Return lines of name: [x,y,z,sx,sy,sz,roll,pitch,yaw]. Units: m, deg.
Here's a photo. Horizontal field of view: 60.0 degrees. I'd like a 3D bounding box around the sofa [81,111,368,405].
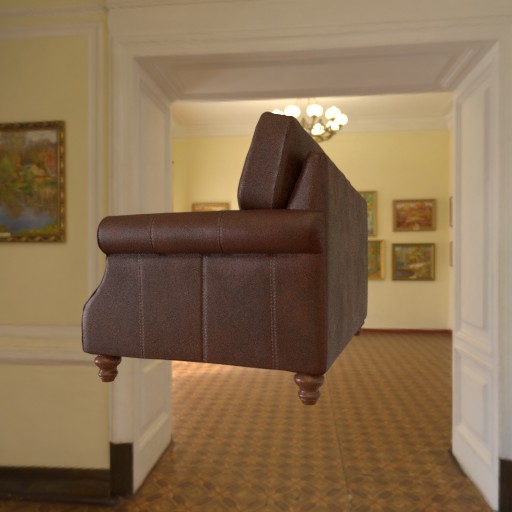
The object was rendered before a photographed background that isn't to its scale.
sofa: [0.000,0.000,2.247,0.990,0.976,1.616,0,0,19]
